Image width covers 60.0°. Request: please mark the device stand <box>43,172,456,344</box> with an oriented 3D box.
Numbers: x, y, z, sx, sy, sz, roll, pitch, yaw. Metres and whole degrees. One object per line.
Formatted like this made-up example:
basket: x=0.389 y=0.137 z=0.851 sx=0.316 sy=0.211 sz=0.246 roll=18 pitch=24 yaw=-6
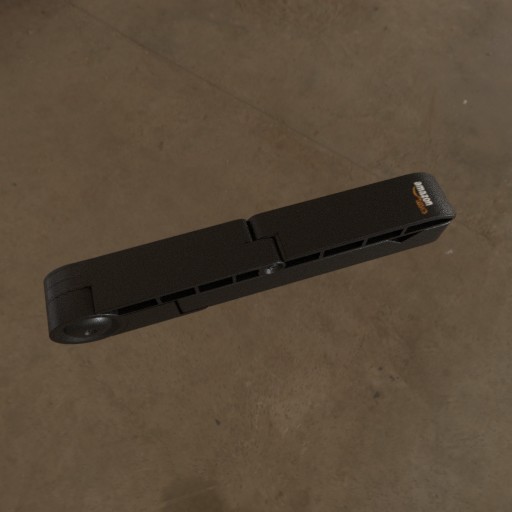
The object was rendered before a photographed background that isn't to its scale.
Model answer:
device stand: x=0.000 y=0.000 z=0.194 sx=0.179 sy=0.030 sz=0.026 roll=-15 pitch=65 yaw=-7
